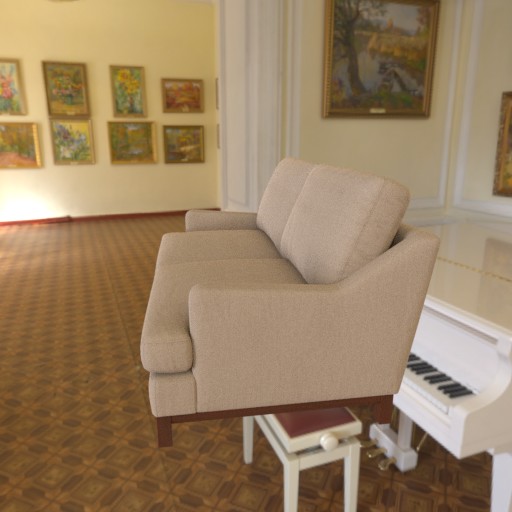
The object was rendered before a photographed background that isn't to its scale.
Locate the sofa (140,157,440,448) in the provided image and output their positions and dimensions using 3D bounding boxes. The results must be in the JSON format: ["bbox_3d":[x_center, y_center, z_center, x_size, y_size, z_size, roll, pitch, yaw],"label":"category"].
[{"bbox_3d":[0.000,0.000,2.209,1.004,0.910,1.619,-2,15,-9],"label":"sofa"}]
